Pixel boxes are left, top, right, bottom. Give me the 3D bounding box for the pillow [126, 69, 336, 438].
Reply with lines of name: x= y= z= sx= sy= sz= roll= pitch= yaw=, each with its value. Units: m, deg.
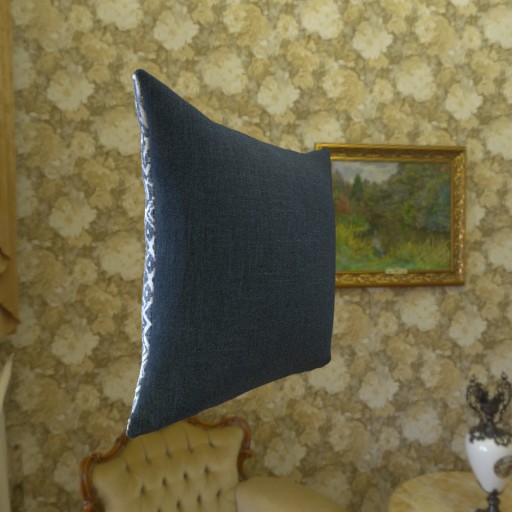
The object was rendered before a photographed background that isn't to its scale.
pillow: x=0.000 y=0.000 z=0.783 sx=0.180 sy=0.487 sz=0.546 roll=0 pitch=0 yaw=36
